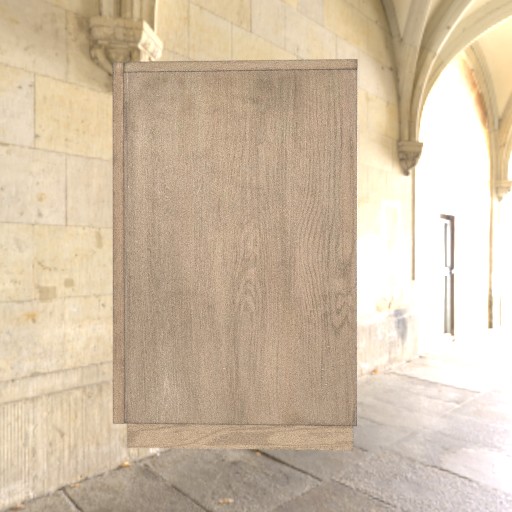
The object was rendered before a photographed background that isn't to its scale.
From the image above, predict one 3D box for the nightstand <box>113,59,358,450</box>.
[{"bbox_3d":[0.000,0.000,1.065,0.483,0.673,0.612,0,0,2],"label":"nightstand"}]
